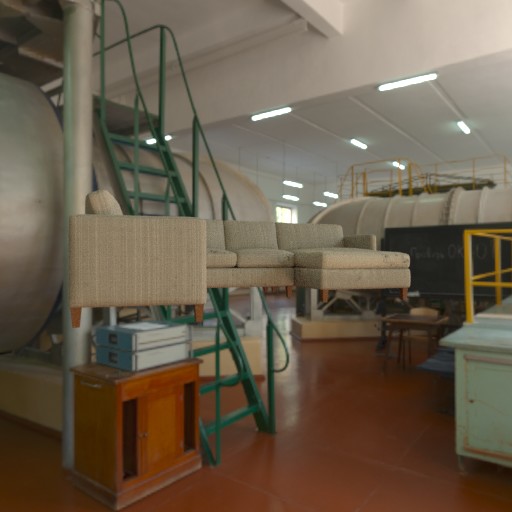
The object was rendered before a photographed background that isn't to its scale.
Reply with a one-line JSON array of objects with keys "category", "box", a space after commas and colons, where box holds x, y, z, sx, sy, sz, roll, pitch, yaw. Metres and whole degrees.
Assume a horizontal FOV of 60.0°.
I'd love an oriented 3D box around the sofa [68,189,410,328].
[{"category": "sofa", "box": [0.000, 0.000, 4.639, 3.460, 0.961, 2.594, 0, 0, -19]}]
